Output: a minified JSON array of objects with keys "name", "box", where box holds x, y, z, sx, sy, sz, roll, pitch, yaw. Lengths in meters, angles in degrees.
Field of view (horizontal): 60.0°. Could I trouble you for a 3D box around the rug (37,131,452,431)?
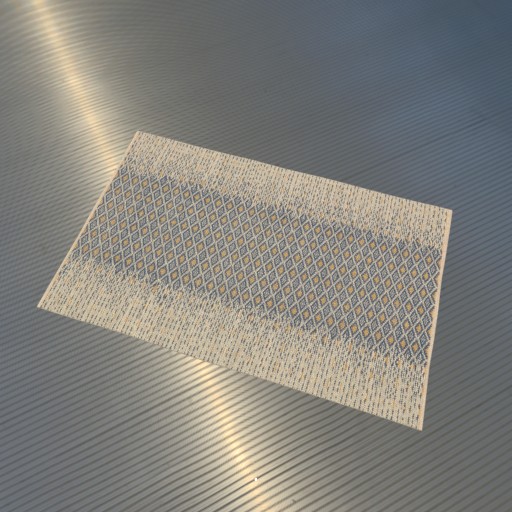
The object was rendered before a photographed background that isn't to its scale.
[{"name":"rug","box":[0.000,0.000,2.992,2.448,0.008,1.541,16,64,8]}]
